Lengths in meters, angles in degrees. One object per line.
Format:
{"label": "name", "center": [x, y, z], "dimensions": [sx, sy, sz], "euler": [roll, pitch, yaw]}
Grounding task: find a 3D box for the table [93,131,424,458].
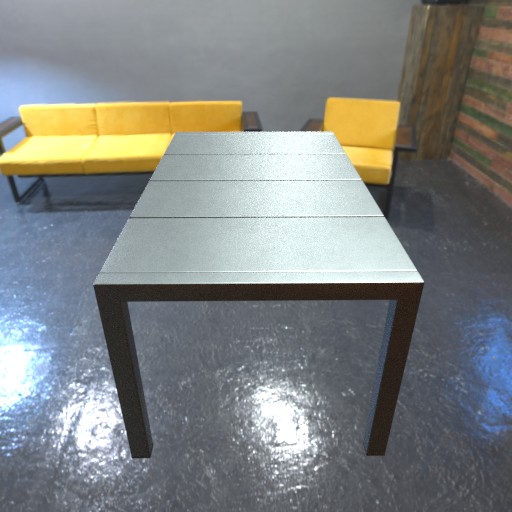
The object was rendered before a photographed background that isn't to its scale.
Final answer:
{"label": "table", "center": [0.000, 0.000, 1.274], "dimensions": [0.559, 0.460, 0.965], "euler": [0, 30, -1]}
